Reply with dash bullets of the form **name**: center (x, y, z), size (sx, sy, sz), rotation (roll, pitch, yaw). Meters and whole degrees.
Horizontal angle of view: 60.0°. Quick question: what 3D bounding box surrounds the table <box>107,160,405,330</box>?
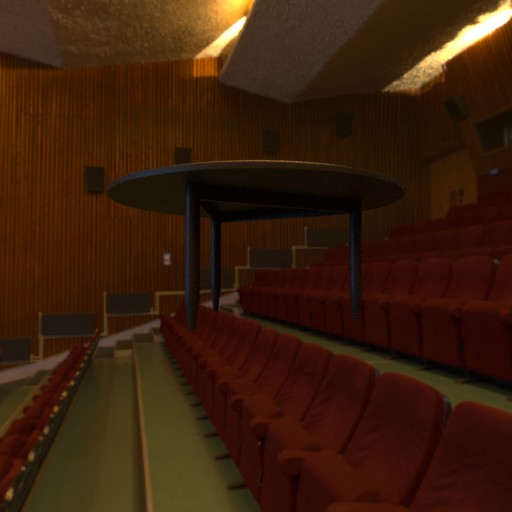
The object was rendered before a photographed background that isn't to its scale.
- **table**: center (0.000, 0.000, 1.408), size (0.900, 0.400, 0.900), rotation (0, -2, 0)
